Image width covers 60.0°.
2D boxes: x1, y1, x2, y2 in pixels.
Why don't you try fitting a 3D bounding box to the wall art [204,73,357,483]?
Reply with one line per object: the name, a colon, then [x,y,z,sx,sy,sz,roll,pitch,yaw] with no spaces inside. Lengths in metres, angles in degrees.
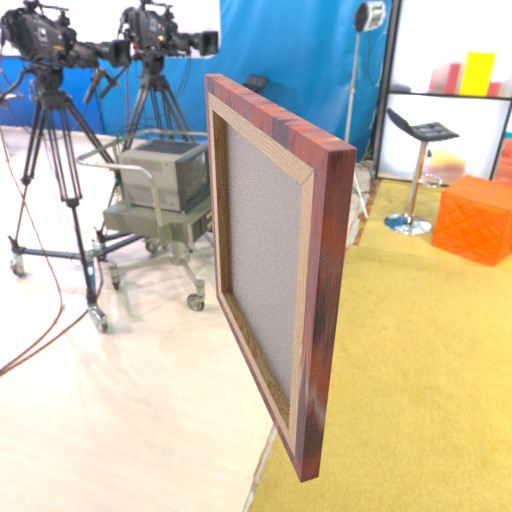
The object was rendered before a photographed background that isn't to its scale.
wall art: [0.000,0.000,0.895,0.037,0.609,0.603,-10,32,-16]
